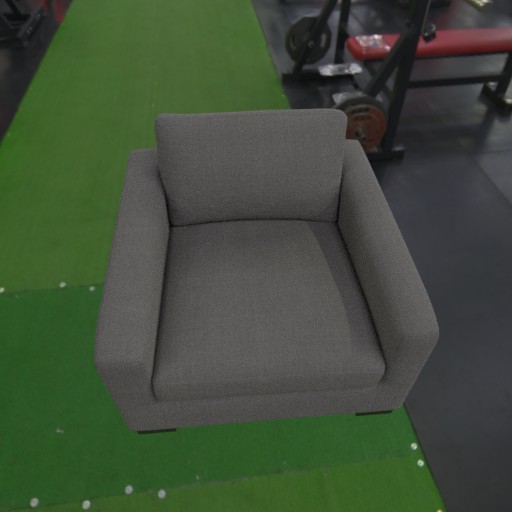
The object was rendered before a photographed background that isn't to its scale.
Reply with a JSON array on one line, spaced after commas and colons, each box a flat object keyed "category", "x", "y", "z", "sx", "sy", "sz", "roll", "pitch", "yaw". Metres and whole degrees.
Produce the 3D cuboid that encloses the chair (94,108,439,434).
[{"category": "chair", "x": 0.000, "y": 0.000, "z": 1.798, "sx": 1.070, "sy": 0.847, "sz": 1.100, "roll": -4, "pitch": 46, "yaw": -3}]
